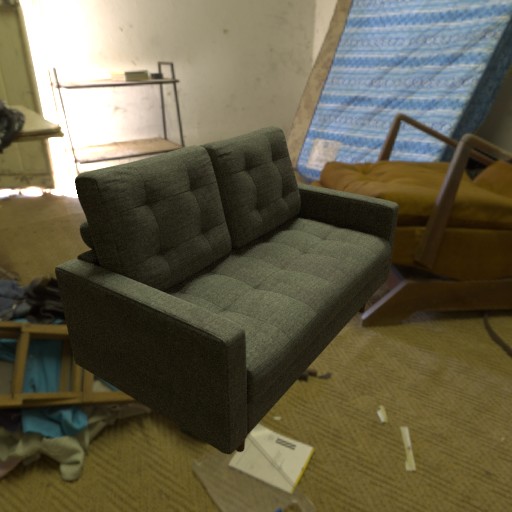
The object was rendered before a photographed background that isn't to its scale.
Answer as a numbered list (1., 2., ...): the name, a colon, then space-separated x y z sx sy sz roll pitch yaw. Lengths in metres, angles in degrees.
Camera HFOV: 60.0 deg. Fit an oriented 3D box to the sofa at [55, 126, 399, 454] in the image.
1. sofa: 0.000 0.000 1.934 0.842 0.907 1.407 17 30 31
